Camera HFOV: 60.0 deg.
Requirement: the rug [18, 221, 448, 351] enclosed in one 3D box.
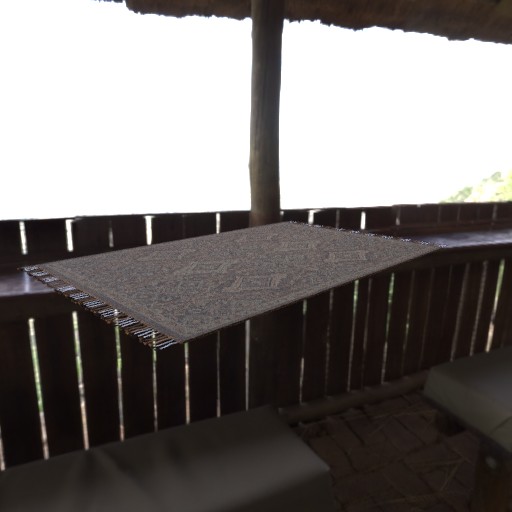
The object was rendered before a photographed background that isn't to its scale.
[{"bbox_3d":[0.000,0.000,2.897,2.434,0.010,1.516,-13,19,-43],"label":"rug"}]
